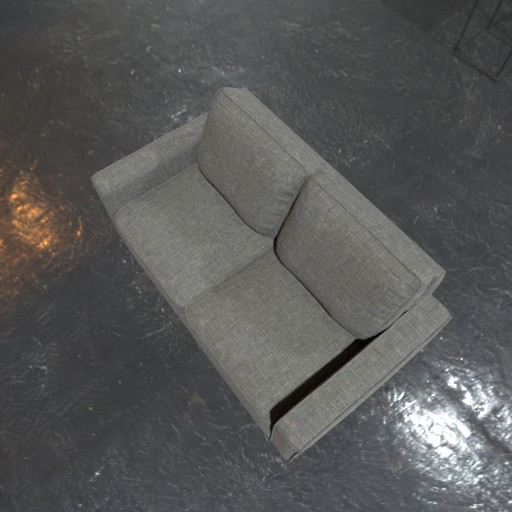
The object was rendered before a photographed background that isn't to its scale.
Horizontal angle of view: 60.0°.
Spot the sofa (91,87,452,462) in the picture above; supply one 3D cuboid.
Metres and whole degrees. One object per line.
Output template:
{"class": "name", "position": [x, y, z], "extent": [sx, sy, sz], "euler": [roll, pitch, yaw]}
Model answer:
{"class": "sofa", "position": [0.000, 0.000, 2.270], "extent": [0.947, 0.918, 1.709], "euler": [-34, 67, -17]}
